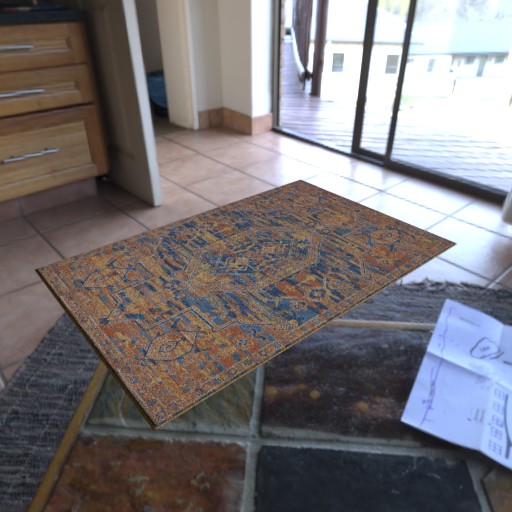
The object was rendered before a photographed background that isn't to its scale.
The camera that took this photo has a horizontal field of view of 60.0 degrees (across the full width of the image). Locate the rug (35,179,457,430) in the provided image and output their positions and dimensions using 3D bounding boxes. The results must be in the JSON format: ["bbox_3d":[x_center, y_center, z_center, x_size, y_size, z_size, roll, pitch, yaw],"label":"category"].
[{"bbox_3d":[0.000,0.000,2.189,1.758,0.013,1.148,-24,39,-33],"label":"rug"}]
